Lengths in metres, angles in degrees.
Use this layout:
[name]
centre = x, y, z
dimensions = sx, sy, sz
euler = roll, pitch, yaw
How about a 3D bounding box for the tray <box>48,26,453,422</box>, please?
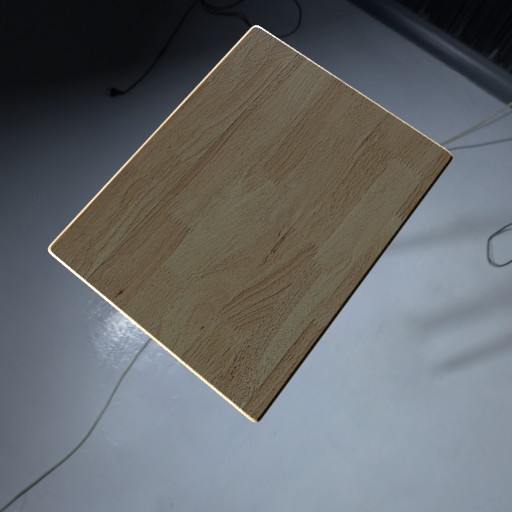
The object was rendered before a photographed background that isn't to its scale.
[tray]
centre = 0.000, 0.000, 0.962
dimensions = 0.381, 0.660, 0.483
euler = 37, 79, 9
